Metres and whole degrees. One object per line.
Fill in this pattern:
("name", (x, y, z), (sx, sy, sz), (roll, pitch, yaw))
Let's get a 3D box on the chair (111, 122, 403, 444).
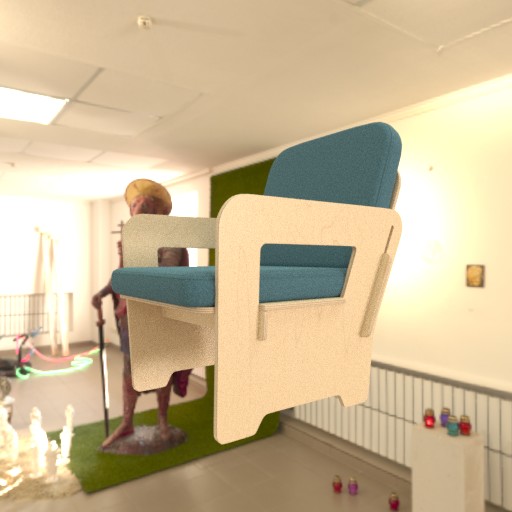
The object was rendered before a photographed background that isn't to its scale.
("chair", (0.000, 0.000, 1.199), (0.657, 0.747, 0.547), (0, 0, -37))
